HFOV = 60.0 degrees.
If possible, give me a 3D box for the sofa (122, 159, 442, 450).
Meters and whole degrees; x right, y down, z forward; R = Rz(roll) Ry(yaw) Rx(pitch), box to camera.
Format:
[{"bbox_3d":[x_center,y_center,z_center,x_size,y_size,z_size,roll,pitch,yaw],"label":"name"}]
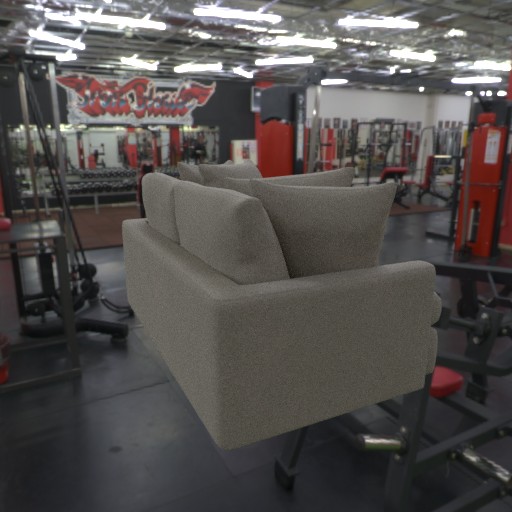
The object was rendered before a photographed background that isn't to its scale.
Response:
[{"bbox_3d":[0.000,0.000,2.619,1.228,1.080,1.869,-7,16,-25],"label":"sofa"}]
